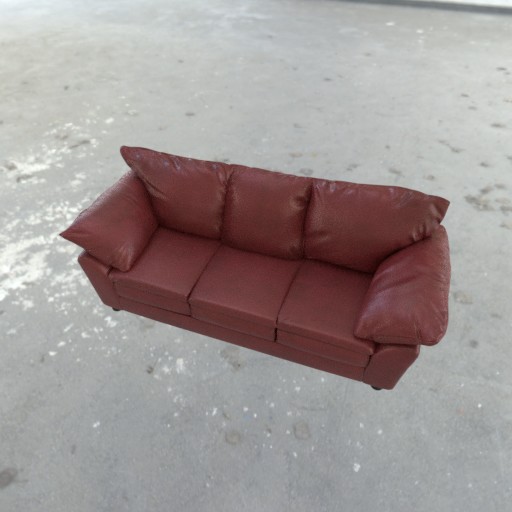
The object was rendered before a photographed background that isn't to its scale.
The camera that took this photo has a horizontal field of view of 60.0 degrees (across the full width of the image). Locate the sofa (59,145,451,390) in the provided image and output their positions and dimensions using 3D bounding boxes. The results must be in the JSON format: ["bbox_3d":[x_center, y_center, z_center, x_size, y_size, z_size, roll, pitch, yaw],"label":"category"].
[{"bbox_3d":[0.000,0.000,2.954,2.390,1.091,0.907,14,43,15],"label":"sofa"}]
